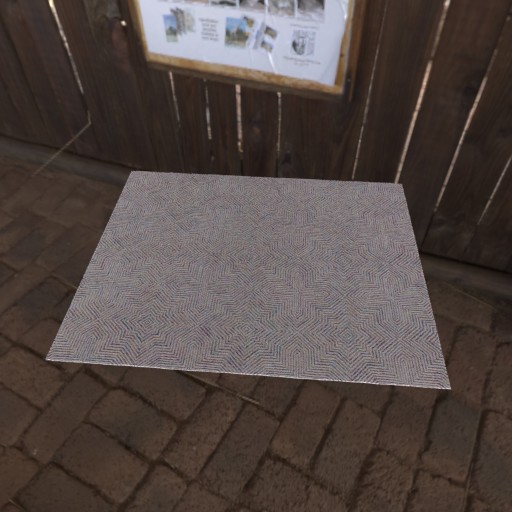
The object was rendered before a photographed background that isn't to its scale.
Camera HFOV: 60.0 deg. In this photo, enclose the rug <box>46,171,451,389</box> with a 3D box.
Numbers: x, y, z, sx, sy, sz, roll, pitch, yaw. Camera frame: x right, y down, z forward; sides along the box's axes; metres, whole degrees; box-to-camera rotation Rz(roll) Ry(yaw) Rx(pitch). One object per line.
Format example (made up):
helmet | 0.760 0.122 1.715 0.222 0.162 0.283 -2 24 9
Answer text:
rug | 0.000 0.000 4.152 3.046 0.008 2.442 3 47 3
